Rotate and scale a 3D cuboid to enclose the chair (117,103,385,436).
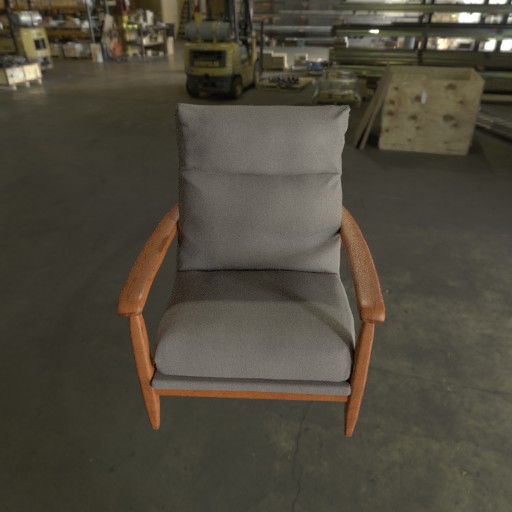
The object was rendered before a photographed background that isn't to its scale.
[{"bbox_3d":[0.000,0.000,1.563,0.782,0.922,0.816,1,30,2],"label":"chair"}]
